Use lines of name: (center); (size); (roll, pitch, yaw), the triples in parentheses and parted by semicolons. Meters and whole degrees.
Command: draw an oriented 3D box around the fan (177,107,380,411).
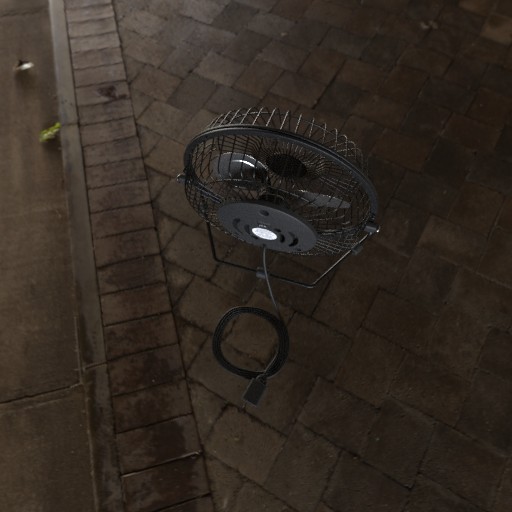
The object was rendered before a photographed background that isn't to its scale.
fan: (0.000, 0.000, 0.385); (0.209, 0.188, 0.227); (15, 64, 8)
